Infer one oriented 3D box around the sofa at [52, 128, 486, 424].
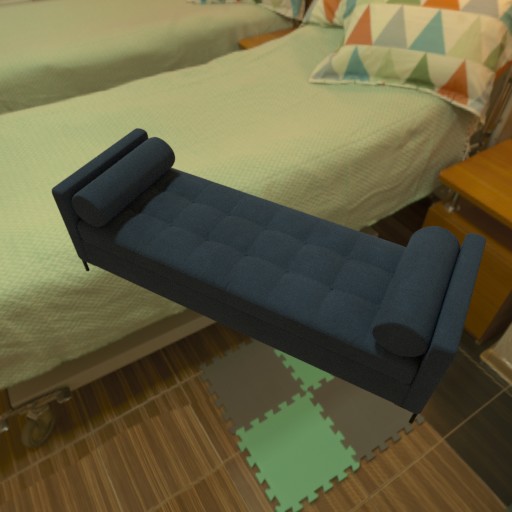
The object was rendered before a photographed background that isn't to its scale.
[{"bbox_3d":[0.000,0.000,2.309,1.981,0.635,0.686,21,50,19],"label":"sofa"}]
